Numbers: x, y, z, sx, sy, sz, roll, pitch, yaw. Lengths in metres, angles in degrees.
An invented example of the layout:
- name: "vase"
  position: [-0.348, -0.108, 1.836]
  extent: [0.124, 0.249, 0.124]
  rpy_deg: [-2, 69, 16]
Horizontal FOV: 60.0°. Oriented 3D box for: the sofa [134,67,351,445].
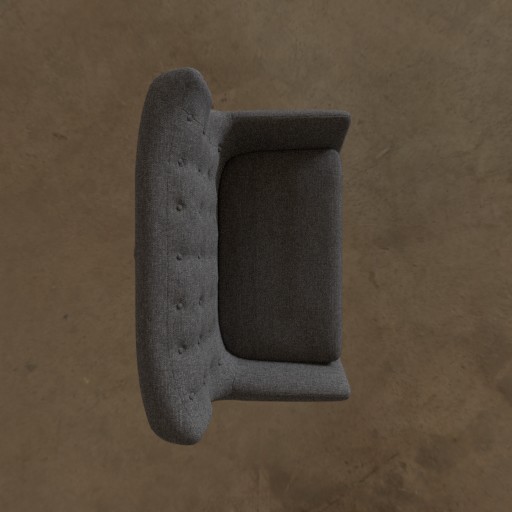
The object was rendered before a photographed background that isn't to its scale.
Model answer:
- name: "sofa"
  position: [0.000, 0.000, 2.053]
  extent: [0.874, 1.028, 1.358]
  rpy_deg: [0, 90, 1]
